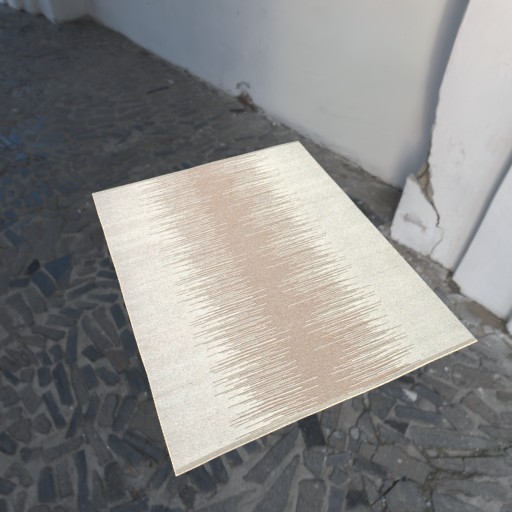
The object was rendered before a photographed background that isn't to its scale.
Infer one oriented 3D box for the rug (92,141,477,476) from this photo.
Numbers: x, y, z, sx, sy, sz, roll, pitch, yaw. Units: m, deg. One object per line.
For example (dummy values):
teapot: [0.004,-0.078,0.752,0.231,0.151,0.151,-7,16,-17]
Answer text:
rug: [0.000,0.000,4.063,2.438,0.013,3.048,-18,50,-16]
